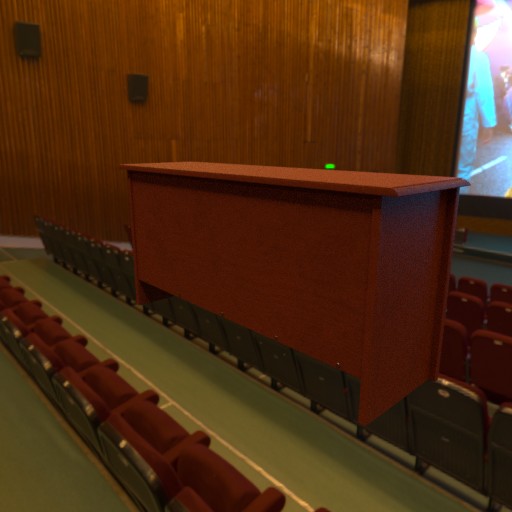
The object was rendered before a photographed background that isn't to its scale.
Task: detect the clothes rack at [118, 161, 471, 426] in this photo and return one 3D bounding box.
[{"bbox_3d":[0.000,0.000,1.548,0.362,0.594,1.251,-13,20,-41],"label":"clothes rack"}]
